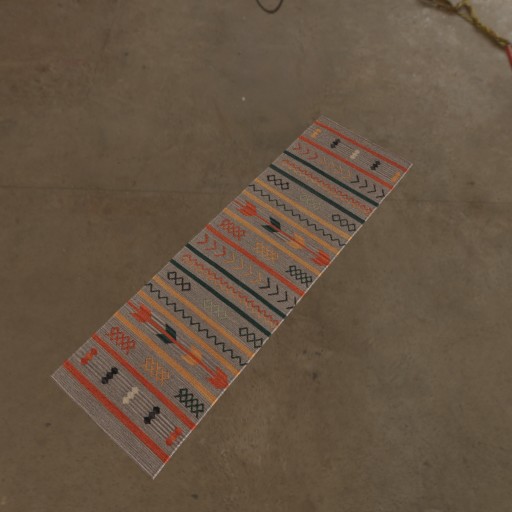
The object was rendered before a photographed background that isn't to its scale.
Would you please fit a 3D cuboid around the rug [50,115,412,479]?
[{"bbox_3d":[0.000,0.000,2.594,0.744,0.022,2.419,35,65,18],"label":"rug"}]
